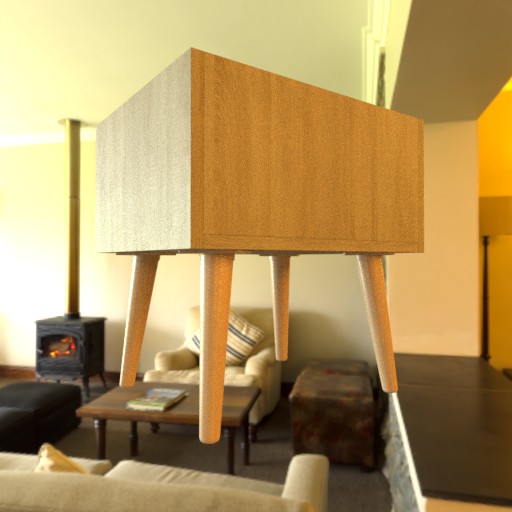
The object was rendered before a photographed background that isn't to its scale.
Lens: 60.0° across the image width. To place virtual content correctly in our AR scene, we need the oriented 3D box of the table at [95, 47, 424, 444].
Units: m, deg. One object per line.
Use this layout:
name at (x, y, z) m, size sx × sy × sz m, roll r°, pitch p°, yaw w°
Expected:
table at (0.000, 0.000, 0.784) m, size 0.450 × 0.470 × 0.370 m, roll 0°, pitch -1°, yaw -36°
